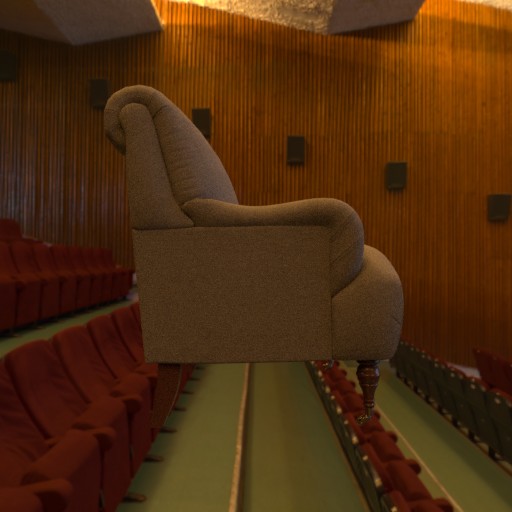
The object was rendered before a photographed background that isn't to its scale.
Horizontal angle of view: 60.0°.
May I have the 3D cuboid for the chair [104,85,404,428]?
[{"bbox_3d":[0.000,0.000,1.538,0.843,0.942,0.766,0,0,0],"label":"chair"}]
